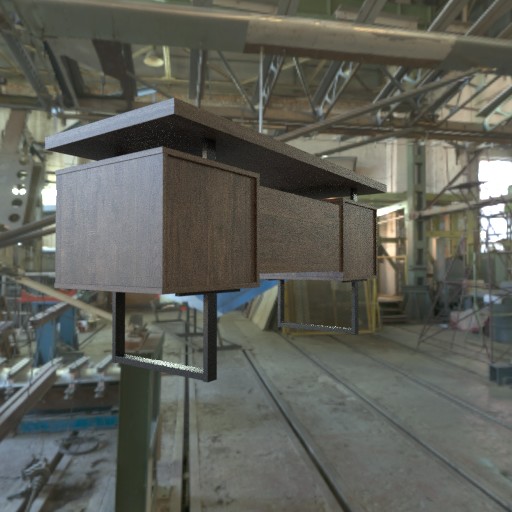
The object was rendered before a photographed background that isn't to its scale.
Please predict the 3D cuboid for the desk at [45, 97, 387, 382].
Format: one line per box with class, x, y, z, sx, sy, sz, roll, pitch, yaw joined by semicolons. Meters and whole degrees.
desk;0.000;0.000;1.885;0.600;0.760;1.524;-1;-1;36
